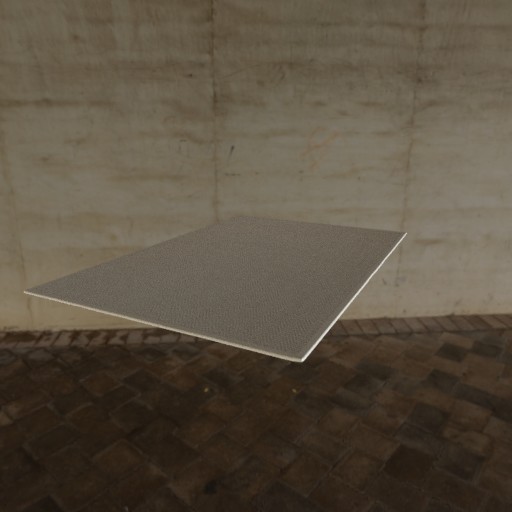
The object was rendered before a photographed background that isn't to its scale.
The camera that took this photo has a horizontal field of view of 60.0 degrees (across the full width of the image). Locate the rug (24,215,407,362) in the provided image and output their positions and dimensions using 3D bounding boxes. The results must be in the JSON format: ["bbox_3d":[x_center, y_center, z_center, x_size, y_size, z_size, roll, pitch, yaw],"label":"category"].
[{"bbox_3d":[0.000,0.000,2.884,1.532,0.017,2.244,8,18,26],"label":"rug"}]
